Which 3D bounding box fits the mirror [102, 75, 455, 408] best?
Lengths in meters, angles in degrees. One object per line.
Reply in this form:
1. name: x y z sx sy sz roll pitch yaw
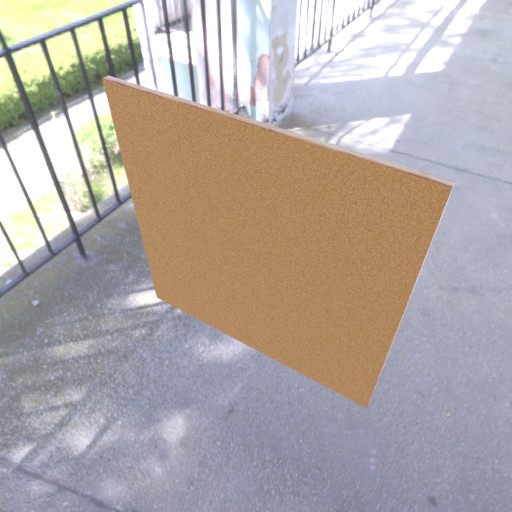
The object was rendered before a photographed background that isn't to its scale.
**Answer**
1. mirror: 0.000 0.000 1.190 0.804 0.804 0.061 24 50 22
